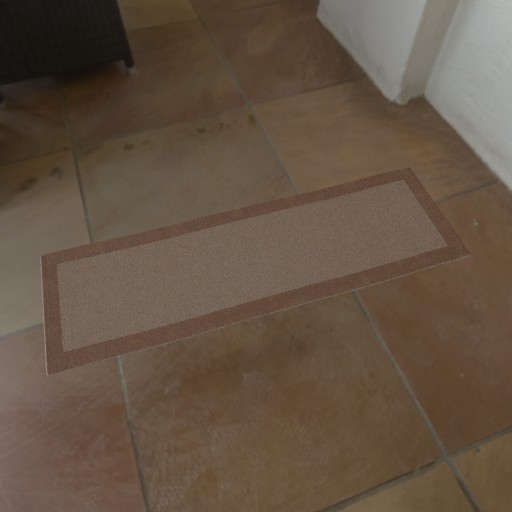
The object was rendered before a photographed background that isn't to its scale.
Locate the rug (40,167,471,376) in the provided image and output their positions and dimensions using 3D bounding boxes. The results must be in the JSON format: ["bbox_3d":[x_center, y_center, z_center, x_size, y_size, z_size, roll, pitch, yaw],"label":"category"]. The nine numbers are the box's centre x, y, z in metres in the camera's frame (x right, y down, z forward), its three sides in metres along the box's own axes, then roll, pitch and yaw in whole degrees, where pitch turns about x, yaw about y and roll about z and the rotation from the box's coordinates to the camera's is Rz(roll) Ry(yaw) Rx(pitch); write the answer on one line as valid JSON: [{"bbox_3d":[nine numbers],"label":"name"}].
[{"bbox_3d":[0.000,0.000,2.616,2.430,0.012,0.767,-15,58,-9],"label":"rug"}]
